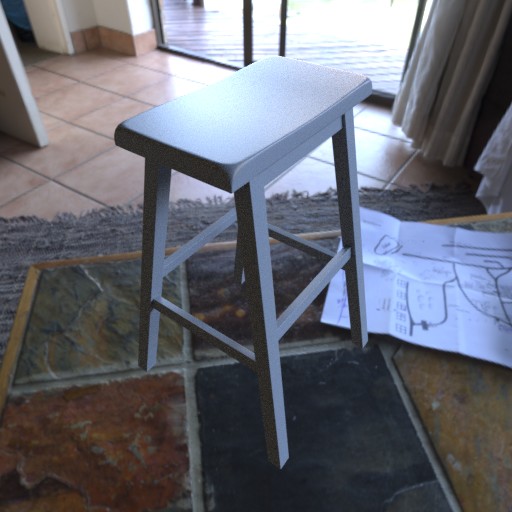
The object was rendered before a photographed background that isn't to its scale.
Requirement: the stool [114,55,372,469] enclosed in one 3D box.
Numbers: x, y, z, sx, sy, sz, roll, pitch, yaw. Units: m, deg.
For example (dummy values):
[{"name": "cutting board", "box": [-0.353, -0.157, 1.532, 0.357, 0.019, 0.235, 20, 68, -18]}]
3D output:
[{"name": "stool", "box": [0.000, 0.000, 1.020, 0.476, 0.737, 0.457, 26, 47, 26]}]
